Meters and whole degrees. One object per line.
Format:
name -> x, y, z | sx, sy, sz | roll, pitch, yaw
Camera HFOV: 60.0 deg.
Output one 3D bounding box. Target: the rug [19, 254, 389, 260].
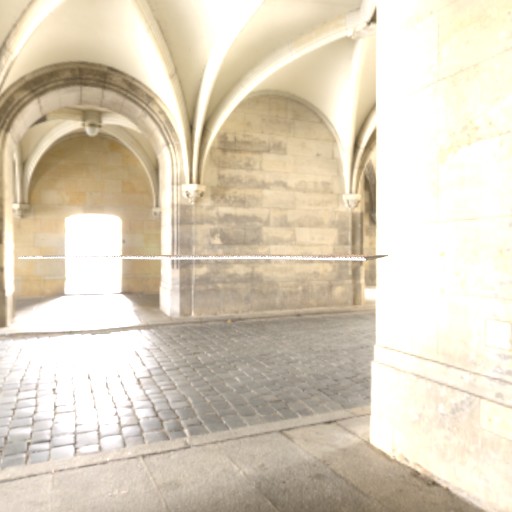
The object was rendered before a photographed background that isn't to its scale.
rug -> 0.000, 0.000, 3.909 | 2.158, 0.024, 3.063 | 0, 0, 19
